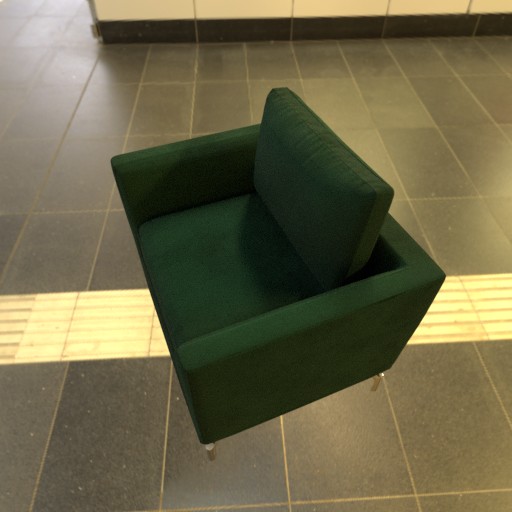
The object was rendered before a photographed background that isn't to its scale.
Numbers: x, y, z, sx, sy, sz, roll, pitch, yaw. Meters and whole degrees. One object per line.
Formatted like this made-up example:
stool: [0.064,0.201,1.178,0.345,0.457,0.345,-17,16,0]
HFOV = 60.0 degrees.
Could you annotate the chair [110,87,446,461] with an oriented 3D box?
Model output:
chair: [0.000,0.000,1.747,0.852,0.997,1.047,-17,49,-15]
